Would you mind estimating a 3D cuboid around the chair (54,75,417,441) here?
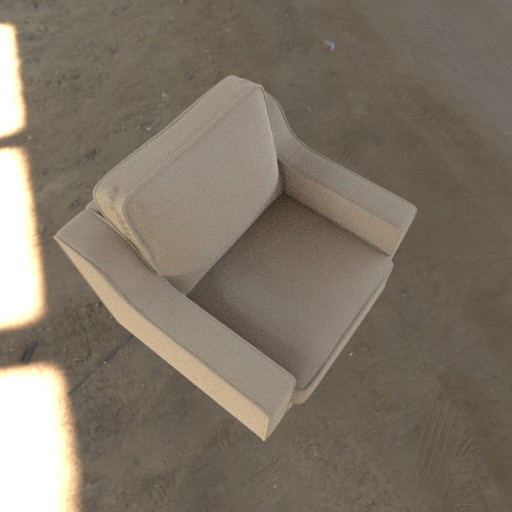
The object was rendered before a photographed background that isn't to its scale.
[{"bbox_3d":[0.000,0.000,1.659,0.882,0.948,0.922,33,65,18],"label":"chair"}]
